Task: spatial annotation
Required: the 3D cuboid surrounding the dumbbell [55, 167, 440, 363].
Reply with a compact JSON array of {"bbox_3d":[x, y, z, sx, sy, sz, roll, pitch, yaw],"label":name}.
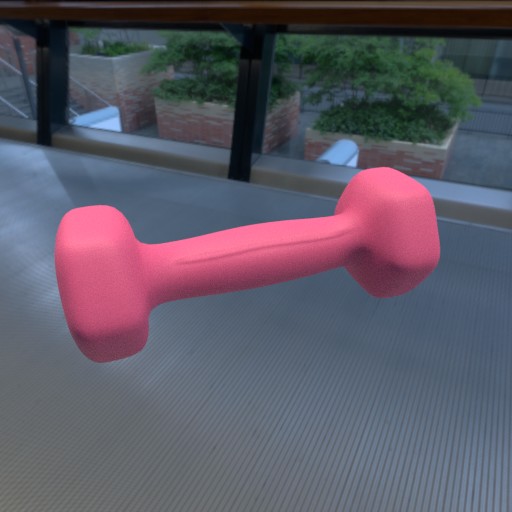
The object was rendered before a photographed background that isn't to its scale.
[{"bbox_3d":[0.000,0.000,0.178,0.146,0.053,0.058,-10,33,-16],"label":"dumbbell"}]
